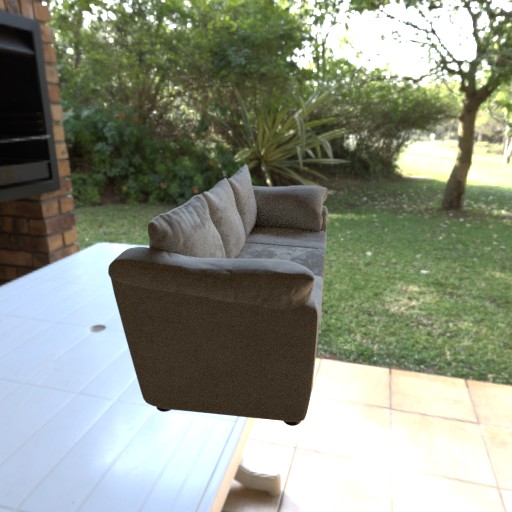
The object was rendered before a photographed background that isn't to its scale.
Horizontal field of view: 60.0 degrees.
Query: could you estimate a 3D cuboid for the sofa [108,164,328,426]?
[{"bbox_3d":[0.000,0.000,2.878,0.893,0.981,2.377,3,17,9],"label":"sofa"}]
